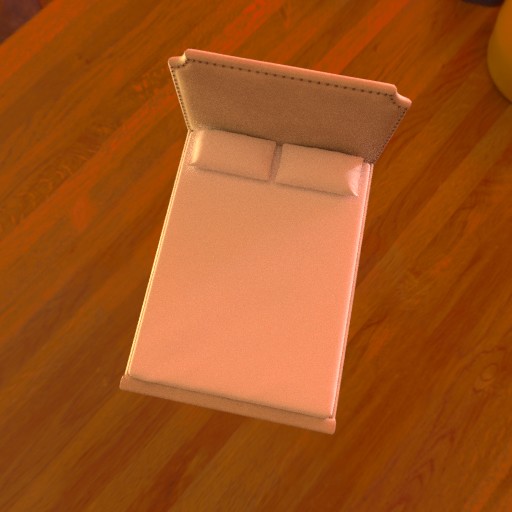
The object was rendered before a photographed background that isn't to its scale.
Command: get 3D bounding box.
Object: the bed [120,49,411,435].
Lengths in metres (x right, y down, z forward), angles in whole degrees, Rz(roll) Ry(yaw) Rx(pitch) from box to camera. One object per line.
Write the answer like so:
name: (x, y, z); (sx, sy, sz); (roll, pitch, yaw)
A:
bed: (0.000, 0.000, 3.387); (1.712, 1.443, 2.372); (11, 77, 3)
